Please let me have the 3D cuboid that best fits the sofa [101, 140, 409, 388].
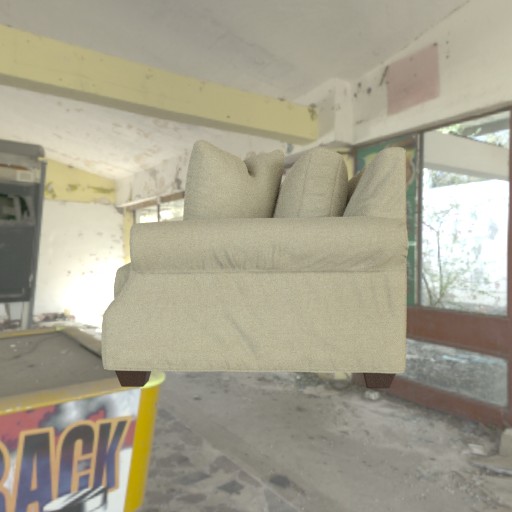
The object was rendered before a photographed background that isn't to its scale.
[{"bbox_3d":[0.000,0.000,2.210,1.070,0.905,1.550,0,0,1],"label":"sofa"}]
